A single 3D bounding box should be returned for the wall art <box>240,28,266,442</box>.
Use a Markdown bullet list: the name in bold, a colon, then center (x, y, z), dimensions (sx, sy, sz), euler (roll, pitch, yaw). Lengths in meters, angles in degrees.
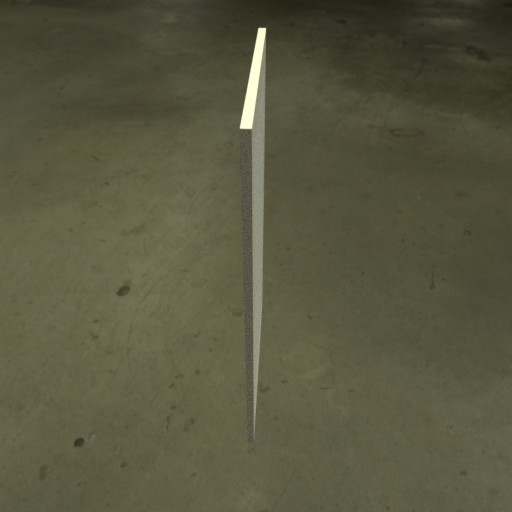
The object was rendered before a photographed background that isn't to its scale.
- **wall art**: center (0.000, 0.000, 0.825), dimensions (0.013, 0.683, 0.380), euler (2, 41, 2)
